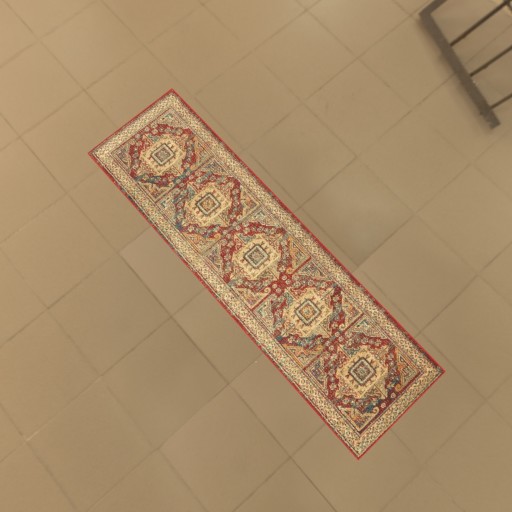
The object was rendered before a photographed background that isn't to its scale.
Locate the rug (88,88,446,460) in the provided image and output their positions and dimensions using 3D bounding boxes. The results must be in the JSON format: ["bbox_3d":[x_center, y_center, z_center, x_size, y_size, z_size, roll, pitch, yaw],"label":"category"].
[{"bbox_3d":[0.000,0.000,2.509,0.659,0.015,2.292,-41,80,-9],"label":"rug"}]
